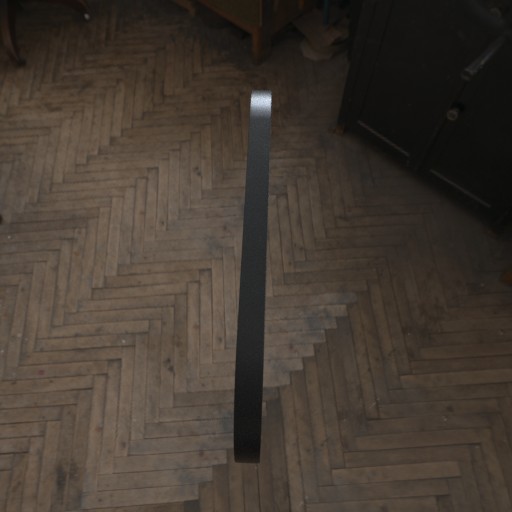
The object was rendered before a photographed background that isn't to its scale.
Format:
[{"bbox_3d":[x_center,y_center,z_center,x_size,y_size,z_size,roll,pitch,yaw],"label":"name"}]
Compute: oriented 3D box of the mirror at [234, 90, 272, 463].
[{"bbox_3d":[0.000,0.000,0.689,0.032,0.254,0.584,2,64,1],"label":"mirror"}]
